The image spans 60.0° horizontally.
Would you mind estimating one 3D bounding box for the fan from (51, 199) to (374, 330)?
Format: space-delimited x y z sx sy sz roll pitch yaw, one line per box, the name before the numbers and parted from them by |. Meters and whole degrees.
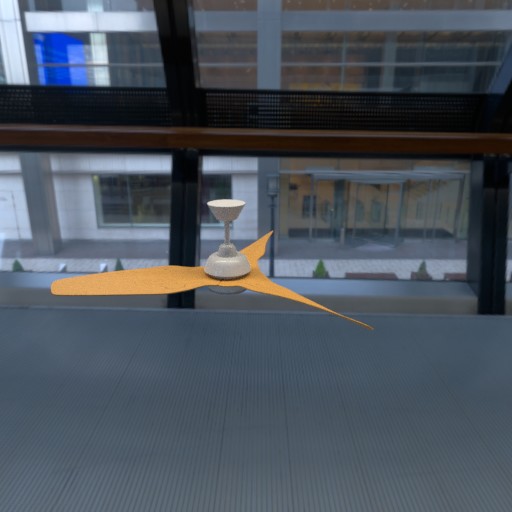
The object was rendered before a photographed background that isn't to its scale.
fan | 0.000 0.000 1.631 1.010 0.355 1.142 17 24 42
